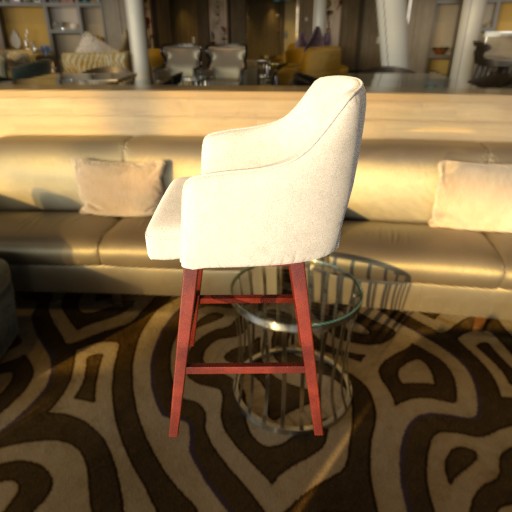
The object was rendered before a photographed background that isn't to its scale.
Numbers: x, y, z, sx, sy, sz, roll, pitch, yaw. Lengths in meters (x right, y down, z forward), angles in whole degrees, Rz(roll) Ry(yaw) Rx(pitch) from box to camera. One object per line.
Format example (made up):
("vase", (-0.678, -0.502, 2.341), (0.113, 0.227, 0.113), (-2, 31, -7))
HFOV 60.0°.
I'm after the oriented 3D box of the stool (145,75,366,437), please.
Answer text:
("stool", (0.000, 0.000, 1.357), (0.558, 1.012, 0.548), (0, 27, -1))
